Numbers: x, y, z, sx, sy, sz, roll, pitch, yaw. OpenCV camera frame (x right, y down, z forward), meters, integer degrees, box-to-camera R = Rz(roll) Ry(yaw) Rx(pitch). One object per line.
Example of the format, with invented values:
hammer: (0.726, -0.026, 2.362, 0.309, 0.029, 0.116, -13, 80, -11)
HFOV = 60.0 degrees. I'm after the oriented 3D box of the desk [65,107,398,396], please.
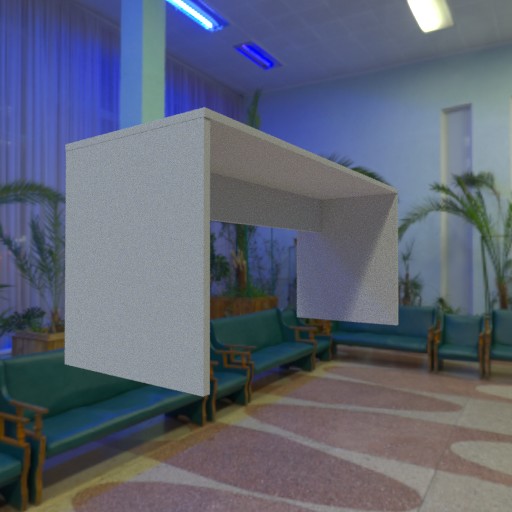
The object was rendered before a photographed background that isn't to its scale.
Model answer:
desk: (0.000, 0.000, 2.032, 0.802, 0.750, 1.600, -1, -1, 35)
